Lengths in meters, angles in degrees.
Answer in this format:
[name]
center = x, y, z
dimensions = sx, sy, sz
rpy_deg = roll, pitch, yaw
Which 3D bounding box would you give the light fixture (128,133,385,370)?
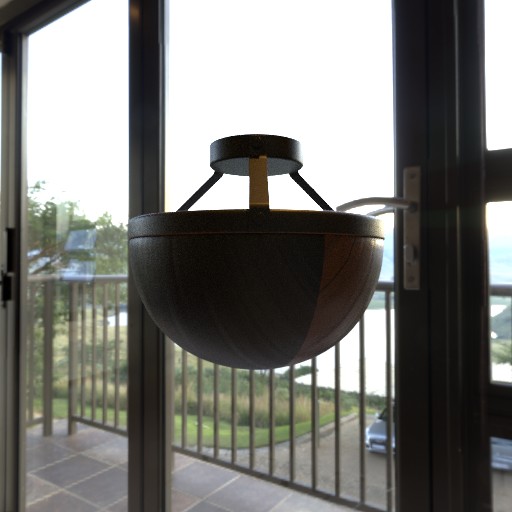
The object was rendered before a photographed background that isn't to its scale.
[light fixture]
center = 0.000, 0.000, 0.544
dimensions = 0.304, 0.269, 0.304
rpy_deg = 0, -1, 0
